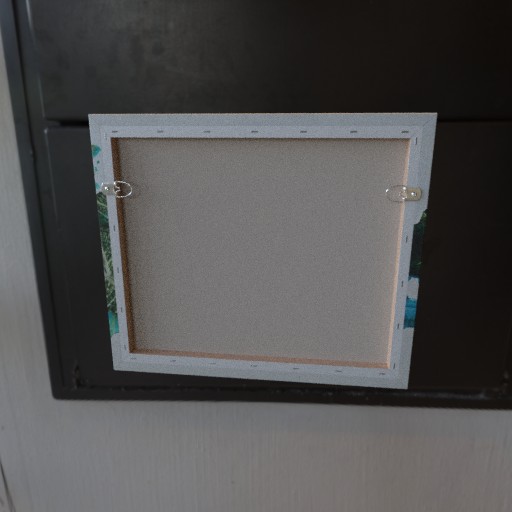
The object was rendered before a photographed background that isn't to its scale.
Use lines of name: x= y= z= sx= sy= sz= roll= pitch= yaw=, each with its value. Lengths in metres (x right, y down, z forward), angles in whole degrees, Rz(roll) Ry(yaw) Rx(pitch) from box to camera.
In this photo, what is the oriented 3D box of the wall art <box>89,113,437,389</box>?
wall art: x=0.000 y=0.000 z=0.998 sx=0.711 sy=0.610 sz=0.043 roll=2 pitch=16 yaw=7
